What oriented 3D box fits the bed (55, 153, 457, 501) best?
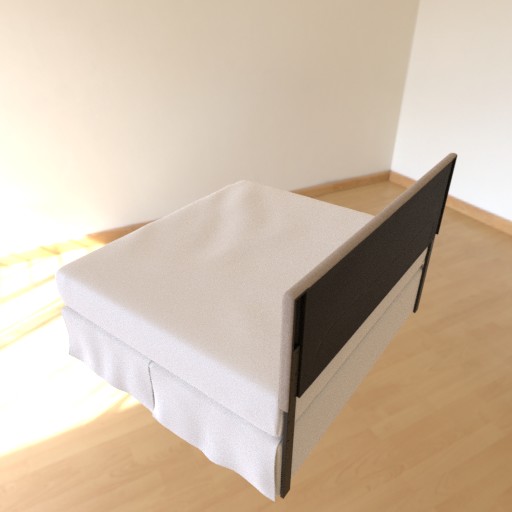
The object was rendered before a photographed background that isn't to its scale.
[{"bbox_3d":[0.000,0.000,3.174,1.914,1.346,2.170,21,37,31],"label":"bed"}]
